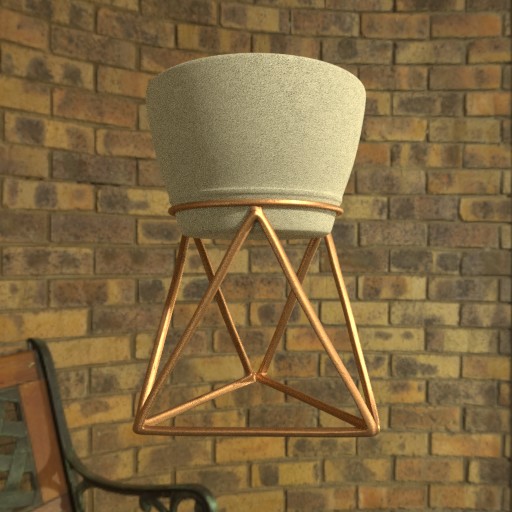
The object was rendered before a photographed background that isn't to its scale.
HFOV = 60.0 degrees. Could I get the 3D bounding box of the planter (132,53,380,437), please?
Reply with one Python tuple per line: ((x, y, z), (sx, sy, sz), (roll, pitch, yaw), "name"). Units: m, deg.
((0.000, 0.000, 0.723), (0.350, 0.504, 0.350), (0, 0, 1), "planter")
